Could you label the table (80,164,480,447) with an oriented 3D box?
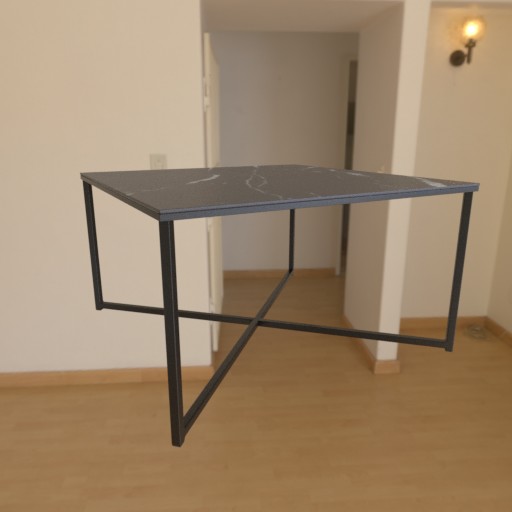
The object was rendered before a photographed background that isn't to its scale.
[{"bbox_3d":[0.000,0.000,1.282,0.800,0.450,0.800,-8,18,-28],"label":"table"}]
